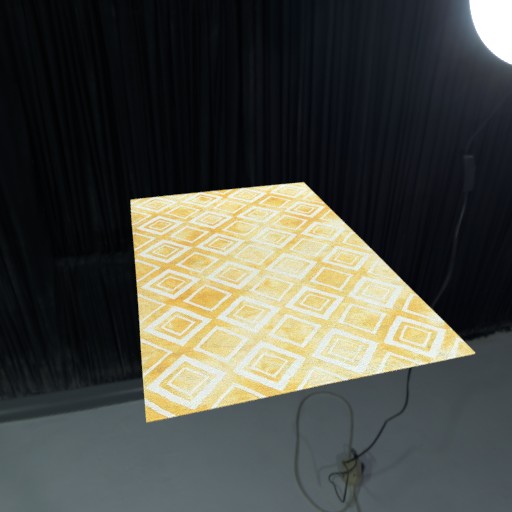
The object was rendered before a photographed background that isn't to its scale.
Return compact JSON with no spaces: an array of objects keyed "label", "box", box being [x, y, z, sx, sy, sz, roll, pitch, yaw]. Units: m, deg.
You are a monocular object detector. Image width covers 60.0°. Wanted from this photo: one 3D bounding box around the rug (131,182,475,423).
[{"label":"rug","box":[0.000,0.000,2.289,1.213,0.010,1.829,-8,31,-13]}]
